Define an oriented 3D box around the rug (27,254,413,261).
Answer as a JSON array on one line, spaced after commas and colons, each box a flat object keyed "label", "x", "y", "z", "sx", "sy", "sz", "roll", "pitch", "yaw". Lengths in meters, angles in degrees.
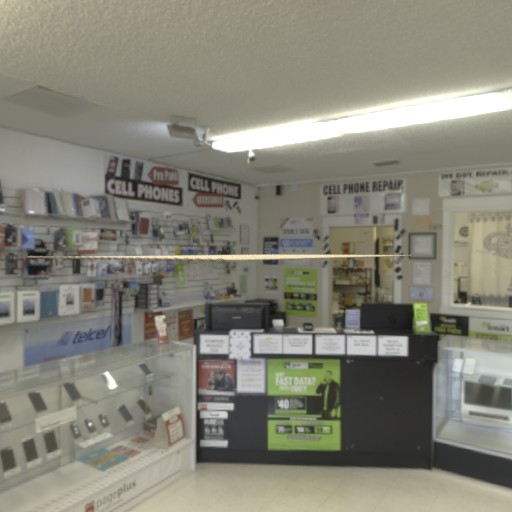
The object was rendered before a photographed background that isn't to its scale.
[{"label": "rug", "x": 0.000, "y": 0.000, "z": 2.618, "sx": 1.229, "sy": 0.011, "sz": 2.096, "roll": 0, "pitch": 1, "yaw": 36}]
